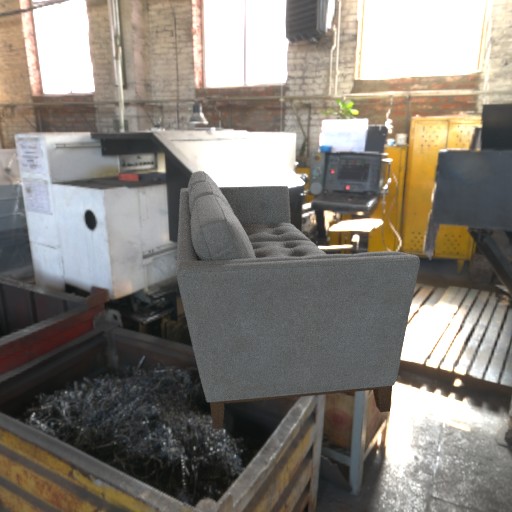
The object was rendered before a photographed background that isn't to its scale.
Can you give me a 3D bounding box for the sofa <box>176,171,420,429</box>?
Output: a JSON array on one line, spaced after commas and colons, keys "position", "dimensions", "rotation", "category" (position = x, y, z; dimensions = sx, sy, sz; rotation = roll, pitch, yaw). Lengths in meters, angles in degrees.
[{"position": [0.000, 0.000, 2.903], "dimensions": [0.965, 0.940, 2.387], "rotation": [-2, 16, -9], "category": "sofa"}]
